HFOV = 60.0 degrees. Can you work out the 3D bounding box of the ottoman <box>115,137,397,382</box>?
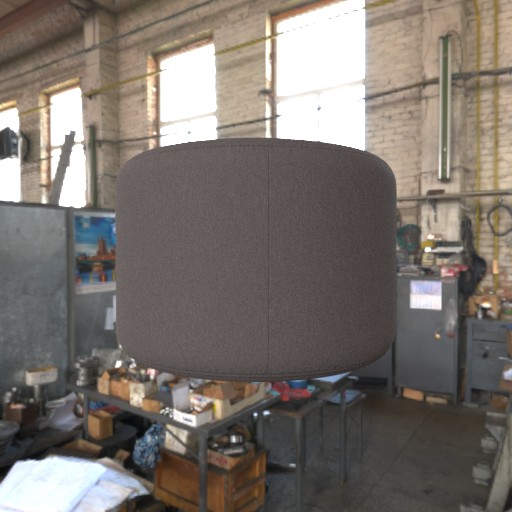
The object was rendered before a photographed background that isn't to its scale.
[{"bbox_3d":[0.000,0.000,1.007,0.608,0.433,0.608,0,1,0],"label":"ottoman"}]
